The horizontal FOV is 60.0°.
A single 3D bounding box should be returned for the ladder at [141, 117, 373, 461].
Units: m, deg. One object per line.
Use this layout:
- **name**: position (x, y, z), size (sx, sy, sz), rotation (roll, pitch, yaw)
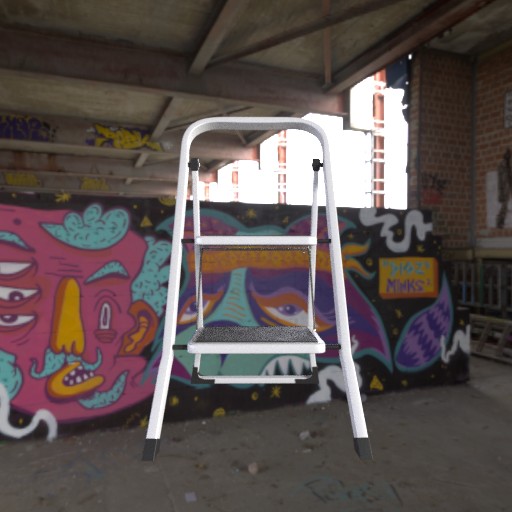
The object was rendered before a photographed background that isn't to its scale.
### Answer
- **ladder**: position (0.000, 0.000, 1.149), size (0.460, 0.810, 0.544), rotation (0, 0, -1)
